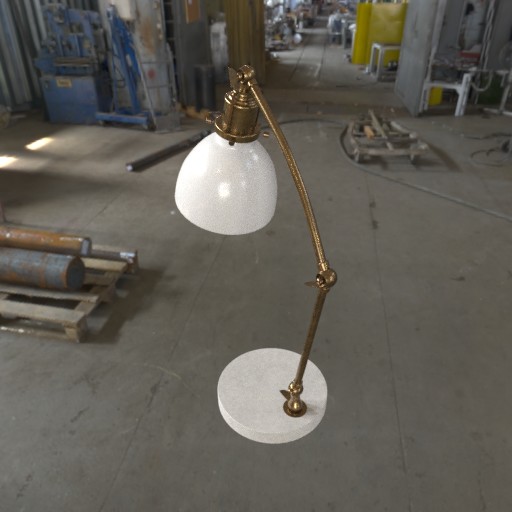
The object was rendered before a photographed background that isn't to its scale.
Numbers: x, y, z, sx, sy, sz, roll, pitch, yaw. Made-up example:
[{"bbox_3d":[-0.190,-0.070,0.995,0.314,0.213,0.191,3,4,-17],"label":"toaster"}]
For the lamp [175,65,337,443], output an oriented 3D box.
[{"bbox_3d":[0.000,0.000,0.663,0.186,0.522,0.317,-21,37,-30],"label":"lamp"}]
